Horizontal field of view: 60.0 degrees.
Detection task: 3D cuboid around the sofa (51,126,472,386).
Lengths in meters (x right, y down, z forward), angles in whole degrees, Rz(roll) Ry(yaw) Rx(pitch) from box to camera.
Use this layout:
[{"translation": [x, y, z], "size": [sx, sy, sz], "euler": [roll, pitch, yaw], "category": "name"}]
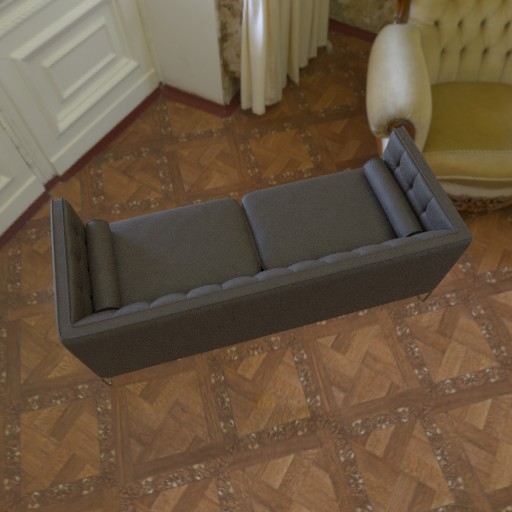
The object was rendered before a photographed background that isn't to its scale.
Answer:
[{"translation": [0.000, 0.000, 2.624], "size": [2.087, 0.789, 0.867], "euler": [-14, 60, -8], "category": "sofa"}]
